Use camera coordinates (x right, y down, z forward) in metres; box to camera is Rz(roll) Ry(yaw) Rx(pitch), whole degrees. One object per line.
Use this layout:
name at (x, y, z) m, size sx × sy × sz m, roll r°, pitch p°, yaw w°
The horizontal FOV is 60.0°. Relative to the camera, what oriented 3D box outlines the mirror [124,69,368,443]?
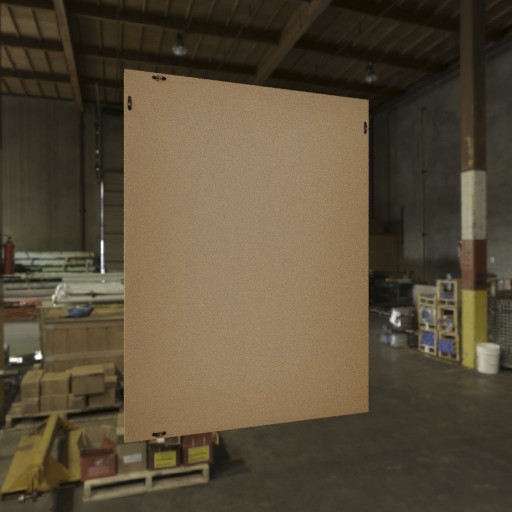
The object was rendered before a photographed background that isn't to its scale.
mirror at (0.000, 0.000, 1.338) m, size 0.762 × 1.016 × 0.040 m, roll 0°, pitch 0°, yaw -18°
